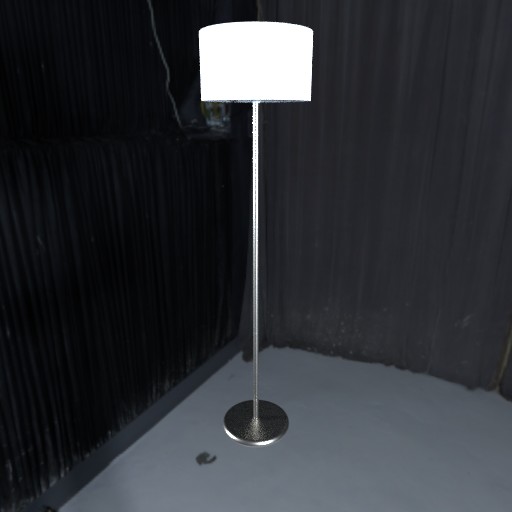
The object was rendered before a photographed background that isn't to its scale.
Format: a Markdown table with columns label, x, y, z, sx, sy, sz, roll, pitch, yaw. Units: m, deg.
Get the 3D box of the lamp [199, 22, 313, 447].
| label | x | y | z | sx | sy | sz | roll | pitch | yaw |
| --- | --- | --- | --- | --- | --- | --- | --- | --- | --- |
| lamp | 0.000 | 0.000 | 1.586 | 0.347 | 1.443 | 0.347 | 9 | 20 | 27 |
